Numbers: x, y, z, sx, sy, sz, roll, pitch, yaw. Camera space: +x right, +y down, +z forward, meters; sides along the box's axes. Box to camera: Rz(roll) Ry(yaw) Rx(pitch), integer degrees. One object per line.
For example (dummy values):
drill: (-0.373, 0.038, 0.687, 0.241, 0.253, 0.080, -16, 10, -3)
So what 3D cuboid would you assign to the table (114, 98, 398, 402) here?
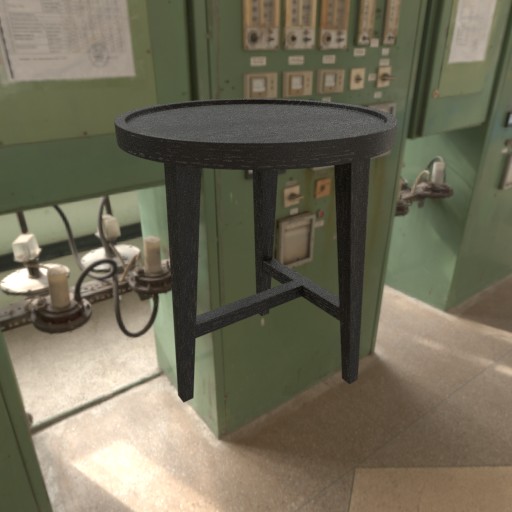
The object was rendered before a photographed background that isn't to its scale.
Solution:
table: (0.000, 0.000, 0.749, 0.399, 0.460, 0.399, 0, 26, 0)
